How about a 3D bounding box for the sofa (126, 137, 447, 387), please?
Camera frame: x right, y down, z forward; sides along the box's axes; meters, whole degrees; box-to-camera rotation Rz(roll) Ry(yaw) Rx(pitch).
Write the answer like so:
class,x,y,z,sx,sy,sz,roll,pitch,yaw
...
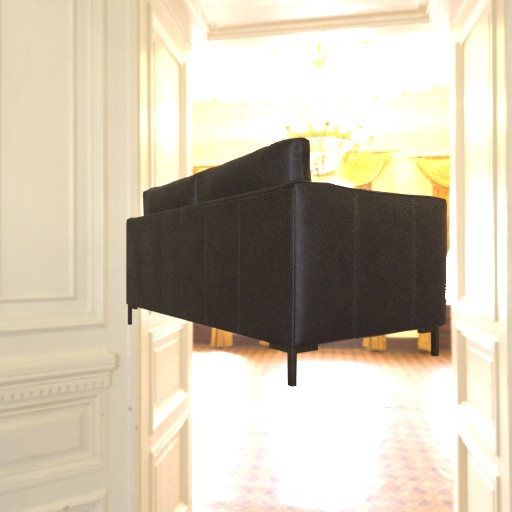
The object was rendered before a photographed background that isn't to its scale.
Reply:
class,x,y,z,sx,sy,sz,roll,pitch,yaw
sofa,0.000,0.000,2.417,0.947,0.883,1.805,0,0,-36
